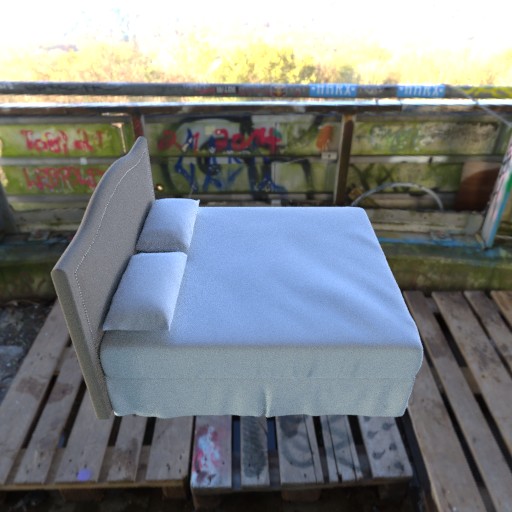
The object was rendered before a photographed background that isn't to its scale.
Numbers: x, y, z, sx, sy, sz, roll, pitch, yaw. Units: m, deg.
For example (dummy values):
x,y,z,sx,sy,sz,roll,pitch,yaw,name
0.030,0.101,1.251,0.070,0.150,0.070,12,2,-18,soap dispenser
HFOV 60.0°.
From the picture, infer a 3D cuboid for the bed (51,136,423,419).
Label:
x,y,z,sx,sy,sz,roll,pitch,yaw,name
0.000,0.000,3.520,2.182,1.421,2.083,0,34,0,bed
